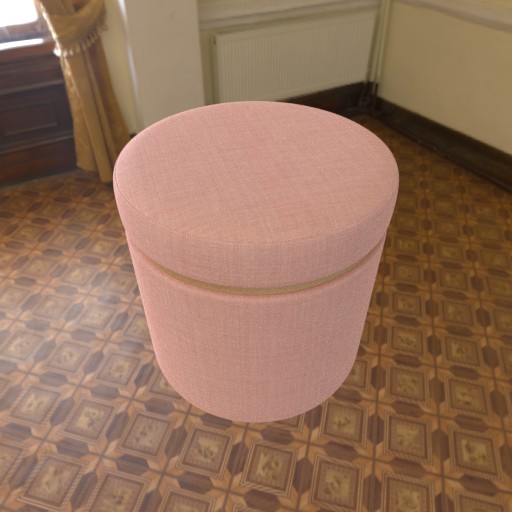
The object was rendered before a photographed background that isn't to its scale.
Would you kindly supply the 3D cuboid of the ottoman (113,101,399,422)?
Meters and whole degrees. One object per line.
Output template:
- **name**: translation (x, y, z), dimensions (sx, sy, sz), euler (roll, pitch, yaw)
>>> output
- **ottoman**: translation (0.000, 0.000, 0.750), dimensions (0.400, 0.406, 0.400), euler (0, 41, 0)
